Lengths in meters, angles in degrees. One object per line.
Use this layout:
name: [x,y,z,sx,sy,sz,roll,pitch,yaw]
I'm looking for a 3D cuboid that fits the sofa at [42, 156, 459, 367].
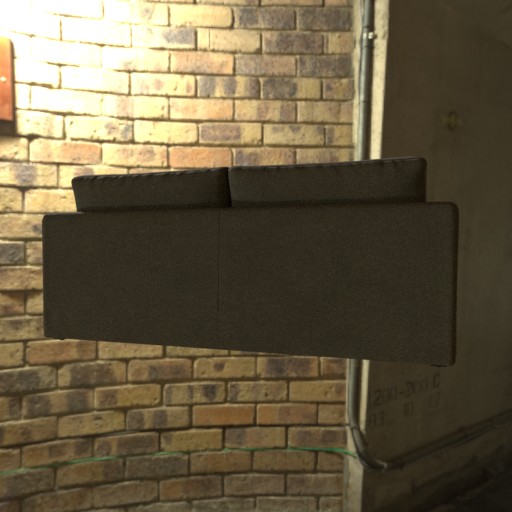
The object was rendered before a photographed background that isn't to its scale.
sofa: [0.000,0.000,2.432,1.909,0.845,1.091,0,1,17]
